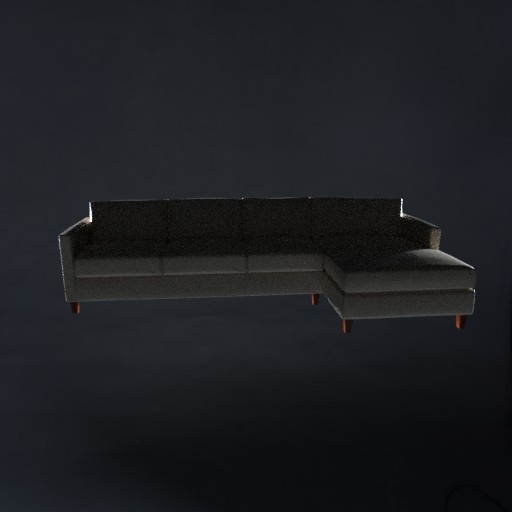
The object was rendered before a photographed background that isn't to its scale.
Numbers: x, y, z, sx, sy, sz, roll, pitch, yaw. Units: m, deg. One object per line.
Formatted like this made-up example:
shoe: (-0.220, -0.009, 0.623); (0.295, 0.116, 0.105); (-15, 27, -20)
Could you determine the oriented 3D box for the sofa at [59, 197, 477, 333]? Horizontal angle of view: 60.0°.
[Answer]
sofa: (0.000, 0.000, 4.169); (3.471, 0.954, 1.603); (-1, 15, -5)
